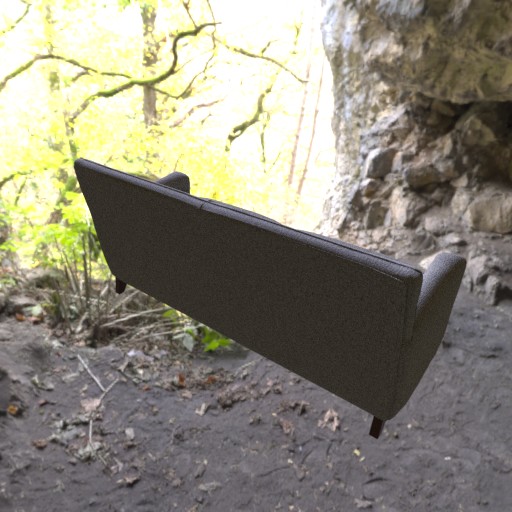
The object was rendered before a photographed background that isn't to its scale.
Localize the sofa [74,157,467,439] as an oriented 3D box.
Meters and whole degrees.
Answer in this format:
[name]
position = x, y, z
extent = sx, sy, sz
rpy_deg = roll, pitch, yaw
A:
[sofa]
position = 0.000, 0.000, 2.500
extent = 2.026, 0.942, 0.854
rpy_deg = 21, 37, 31
